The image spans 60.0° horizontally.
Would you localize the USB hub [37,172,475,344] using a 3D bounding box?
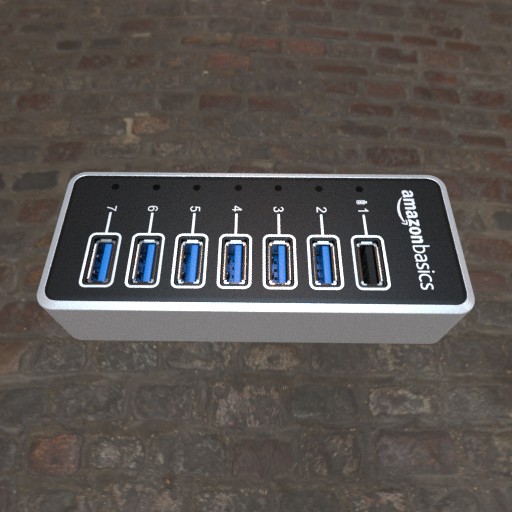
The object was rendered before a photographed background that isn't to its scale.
[{"bbox_3d":[0.000,0.000,0.129,0.110,0.023,0.044,1,60,0],"label":"USB hub"}]
